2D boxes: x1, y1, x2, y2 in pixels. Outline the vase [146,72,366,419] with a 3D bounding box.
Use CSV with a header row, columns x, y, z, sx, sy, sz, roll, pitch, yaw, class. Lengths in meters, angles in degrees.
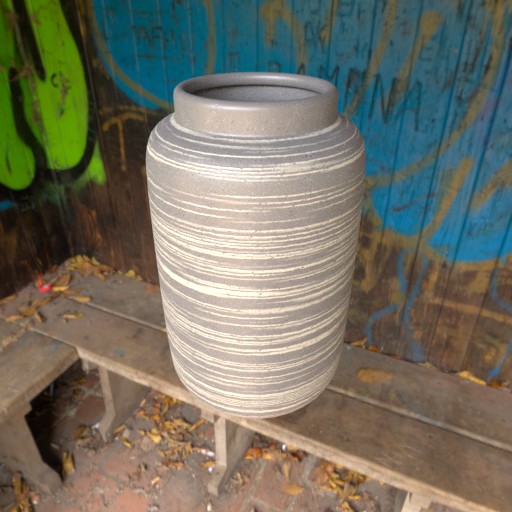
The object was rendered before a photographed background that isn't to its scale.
x,y,z,sx,sy,sz,roll,pitch,yaw,class
0.000,0.000,0.681,0.297,0.499,0.297,0,31,0,vase
